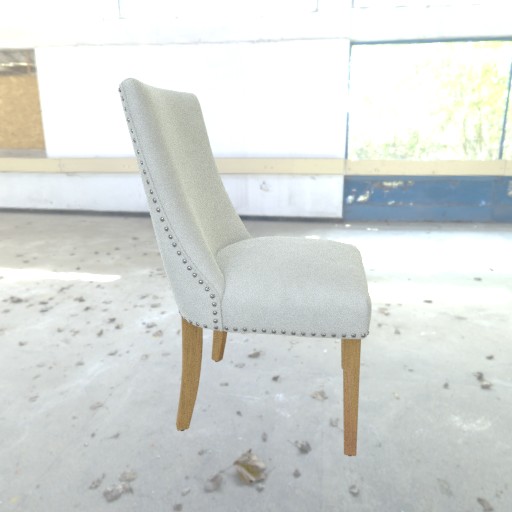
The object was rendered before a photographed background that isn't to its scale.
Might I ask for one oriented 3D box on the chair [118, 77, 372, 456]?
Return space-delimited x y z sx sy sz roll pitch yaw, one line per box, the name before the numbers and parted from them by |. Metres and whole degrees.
chair | 0.000 0.000 1.246 0.610 0.902 0.495 3 16 9
